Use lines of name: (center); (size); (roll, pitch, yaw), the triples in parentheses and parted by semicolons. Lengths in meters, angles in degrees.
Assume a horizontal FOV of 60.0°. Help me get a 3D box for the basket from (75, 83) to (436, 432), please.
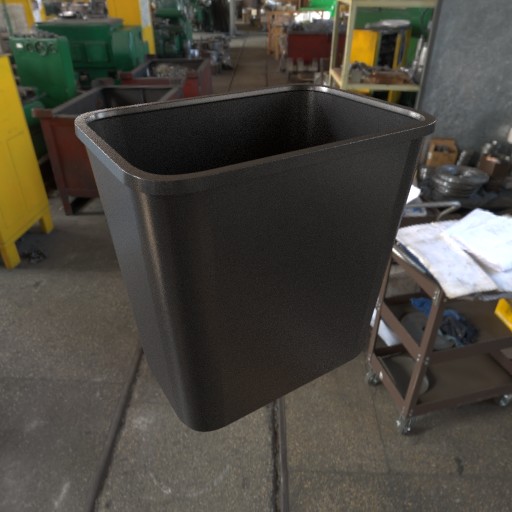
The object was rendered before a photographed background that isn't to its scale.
basket: (0.000, 0.000, 0.495); (0.300, 0.307, 0.211); (-19, 37, -27)
